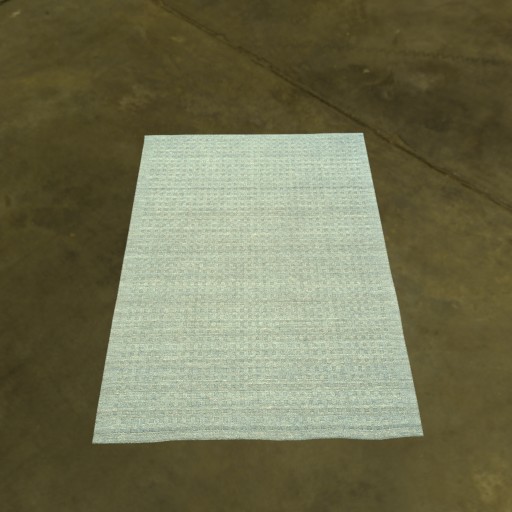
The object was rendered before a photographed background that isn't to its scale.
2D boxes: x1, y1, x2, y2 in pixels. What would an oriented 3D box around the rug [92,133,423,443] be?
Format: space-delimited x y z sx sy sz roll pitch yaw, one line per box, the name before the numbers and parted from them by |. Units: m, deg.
rug | 0.000 0.000 4.093 2.443 0.007 3.200 -1 58 0
